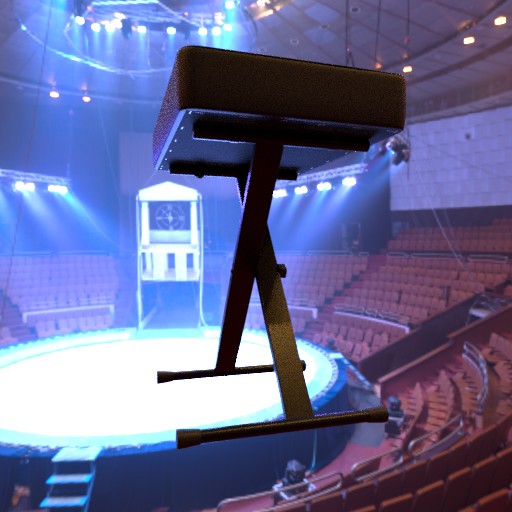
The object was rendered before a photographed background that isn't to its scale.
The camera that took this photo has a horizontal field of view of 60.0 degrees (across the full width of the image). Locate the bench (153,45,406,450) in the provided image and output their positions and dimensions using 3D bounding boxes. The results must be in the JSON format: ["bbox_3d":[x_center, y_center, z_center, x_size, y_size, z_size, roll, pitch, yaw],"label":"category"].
[{"bbox_3d":[0.000,0.000,0.767,0.321,0.500,0.424,0,0,-17],"label":"bench"}]
